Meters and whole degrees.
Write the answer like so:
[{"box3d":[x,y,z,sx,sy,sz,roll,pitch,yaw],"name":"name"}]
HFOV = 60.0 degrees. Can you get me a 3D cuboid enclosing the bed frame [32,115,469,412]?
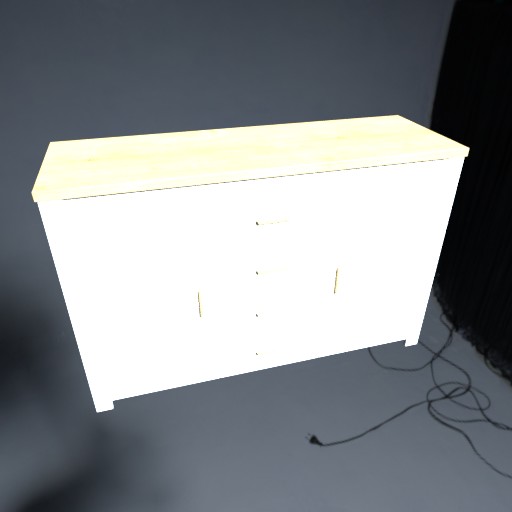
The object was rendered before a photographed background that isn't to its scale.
[{"box3d":[0.000,0.000,1.669,1.300,0.850,0.430,-8,33,-13],"name":"bed frame"}]
